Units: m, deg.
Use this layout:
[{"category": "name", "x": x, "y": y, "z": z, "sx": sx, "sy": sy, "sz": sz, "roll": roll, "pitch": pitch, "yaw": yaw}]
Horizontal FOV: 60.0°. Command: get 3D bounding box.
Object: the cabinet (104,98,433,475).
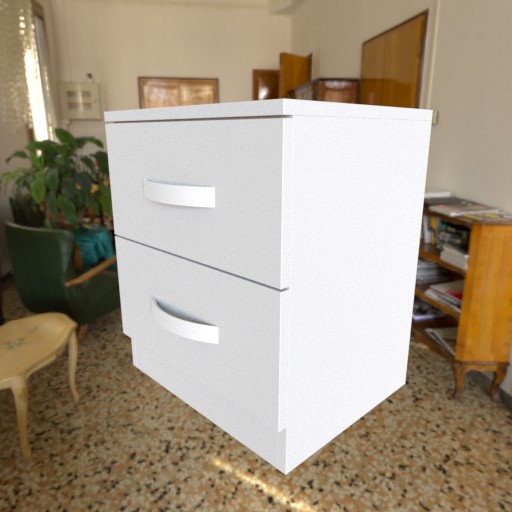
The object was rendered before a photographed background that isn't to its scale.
[{"category": "cabinet", "x": 0.000, "y": 0.000, "z": 0.753, "sx": 0.360, "sy": 0.470, "sz": 0.400, "roll": -14, "pitch": 21, "yaw": -42}]
